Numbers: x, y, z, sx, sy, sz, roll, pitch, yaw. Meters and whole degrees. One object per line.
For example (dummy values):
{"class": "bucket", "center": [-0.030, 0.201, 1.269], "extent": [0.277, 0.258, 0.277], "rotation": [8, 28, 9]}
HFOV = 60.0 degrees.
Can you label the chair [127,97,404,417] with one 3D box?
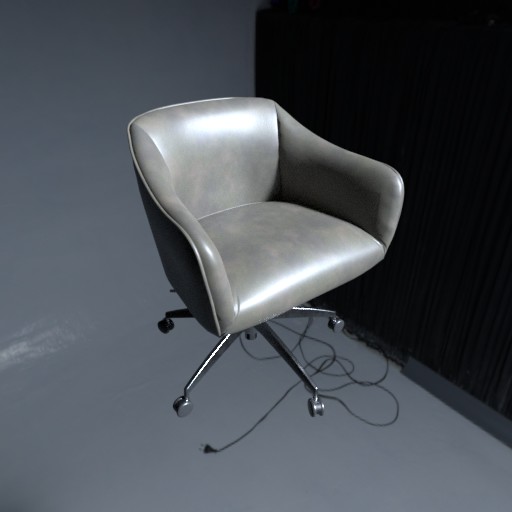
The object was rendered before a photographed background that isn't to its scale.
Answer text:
{"class": "chair", "center": [0.000, 0.000, 1.373], "extent": [0.713, 0.827, 0.689], "rotation": [-21, 36, -31]}
